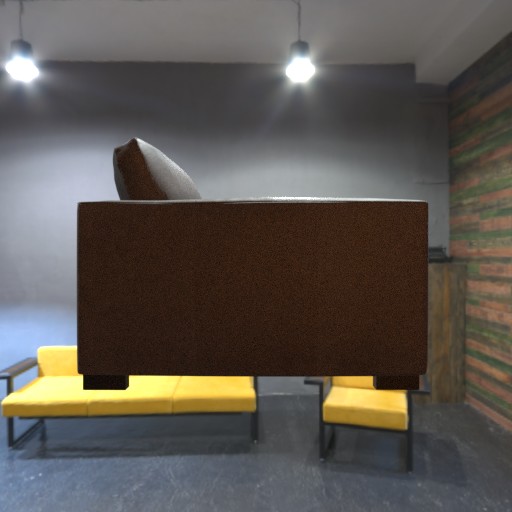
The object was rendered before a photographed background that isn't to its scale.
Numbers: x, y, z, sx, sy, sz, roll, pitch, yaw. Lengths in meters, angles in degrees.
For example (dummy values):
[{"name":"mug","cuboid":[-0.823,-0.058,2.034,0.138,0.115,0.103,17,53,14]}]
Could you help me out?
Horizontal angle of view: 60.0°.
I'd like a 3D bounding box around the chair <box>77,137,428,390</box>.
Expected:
[{"name":"chair","cuboid":[0.000,0.000,1.835,1.080,0.807,1.106,0,0,1]}]
